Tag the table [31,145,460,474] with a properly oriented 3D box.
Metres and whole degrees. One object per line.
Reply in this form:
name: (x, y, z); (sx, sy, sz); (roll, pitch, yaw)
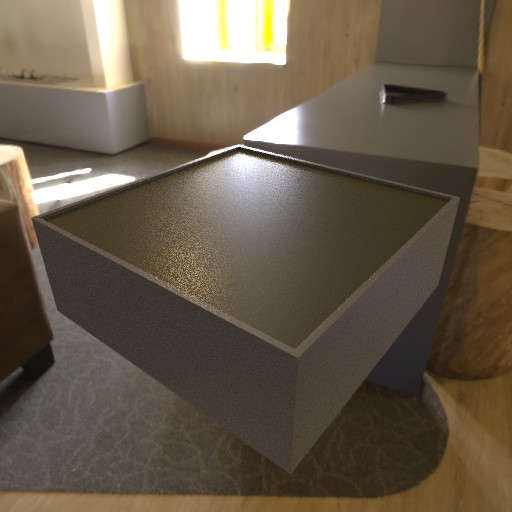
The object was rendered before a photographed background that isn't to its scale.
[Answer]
table: (0.000, 0.000, 1.240); (0.801, 0.299, 0.801); (22, 37, 32)
